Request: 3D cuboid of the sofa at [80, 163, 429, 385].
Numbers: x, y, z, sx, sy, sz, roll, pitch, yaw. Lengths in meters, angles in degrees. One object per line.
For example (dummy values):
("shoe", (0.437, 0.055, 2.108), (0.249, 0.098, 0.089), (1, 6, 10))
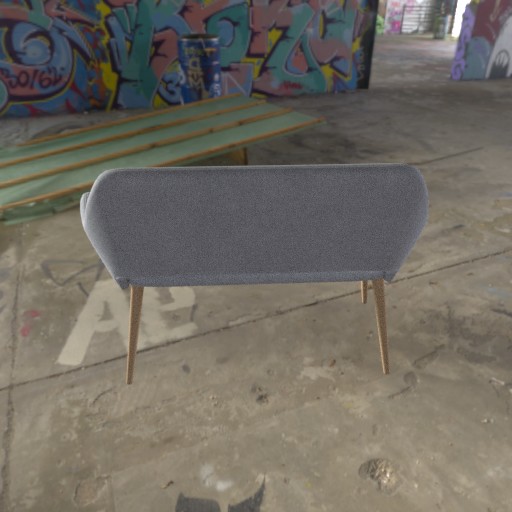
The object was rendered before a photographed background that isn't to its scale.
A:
("sofa", (0.000, 0.000, 1.553), (1.150, 0.840, 0.610), (-1, 30, -3))
